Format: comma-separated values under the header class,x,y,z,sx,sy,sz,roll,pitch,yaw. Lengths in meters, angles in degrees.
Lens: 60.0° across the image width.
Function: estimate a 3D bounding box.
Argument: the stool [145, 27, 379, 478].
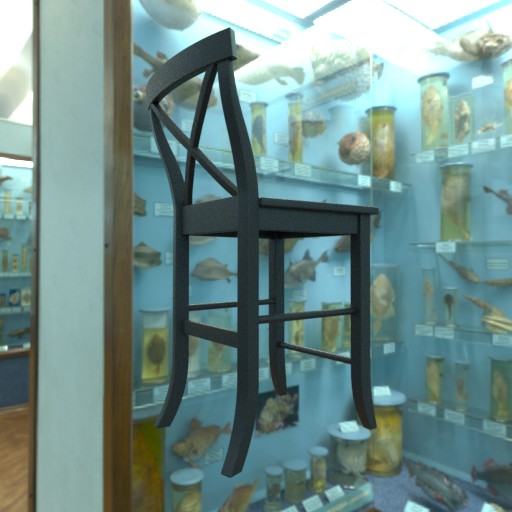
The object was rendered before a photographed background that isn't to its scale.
class,x,y,z,sx,sy,sz,roll,pitch,yaw
stool,0.000,0.000,1.276,0.559,0.989,0.452,0,-1,-37
